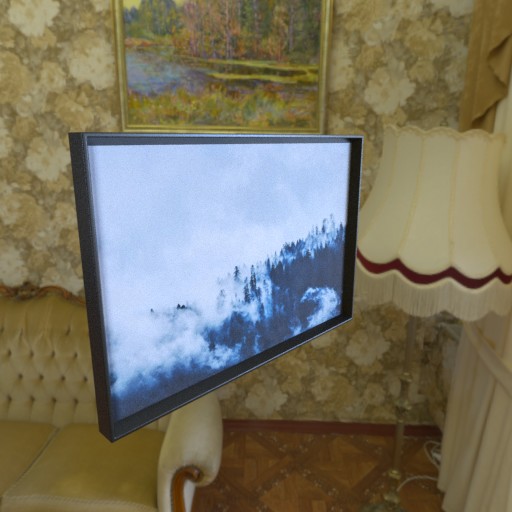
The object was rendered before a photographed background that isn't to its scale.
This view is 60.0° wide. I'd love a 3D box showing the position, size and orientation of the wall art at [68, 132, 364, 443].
[{"bbox_3d":[0.000,0.000,1.207,0.058,0.640,0.939,14,20,43],"label":"wall art"}]
